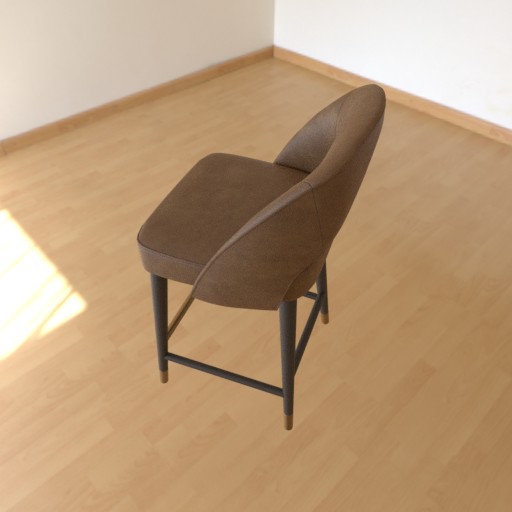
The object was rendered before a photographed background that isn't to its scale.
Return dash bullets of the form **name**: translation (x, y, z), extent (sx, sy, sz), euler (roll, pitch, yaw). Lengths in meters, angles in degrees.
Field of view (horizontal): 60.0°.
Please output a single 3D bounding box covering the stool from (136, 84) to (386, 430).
- **stool**: translation (0.000, 0.000, 1.212), extent (0.509, 0.940, 0.494), euler (16, 47, 15)
